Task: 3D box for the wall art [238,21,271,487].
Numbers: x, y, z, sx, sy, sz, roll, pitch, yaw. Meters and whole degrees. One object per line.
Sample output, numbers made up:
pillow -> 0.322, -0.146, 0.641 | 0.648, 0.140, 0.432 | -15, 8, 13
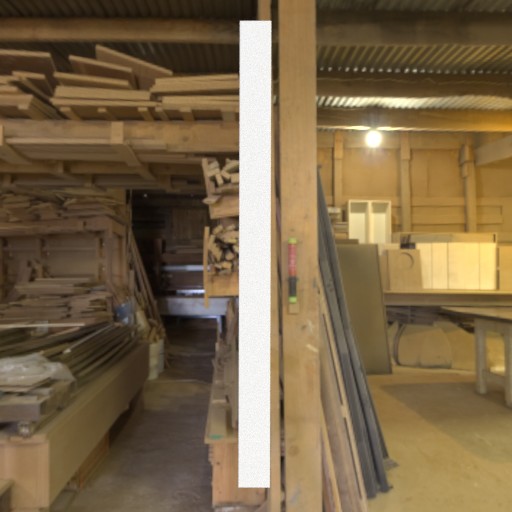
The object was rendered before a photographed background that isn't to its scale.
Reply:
wall art -> 0.000, 0.000, 0.750 | 0.039, 0.553, 0.451 | 0, -2, 0
